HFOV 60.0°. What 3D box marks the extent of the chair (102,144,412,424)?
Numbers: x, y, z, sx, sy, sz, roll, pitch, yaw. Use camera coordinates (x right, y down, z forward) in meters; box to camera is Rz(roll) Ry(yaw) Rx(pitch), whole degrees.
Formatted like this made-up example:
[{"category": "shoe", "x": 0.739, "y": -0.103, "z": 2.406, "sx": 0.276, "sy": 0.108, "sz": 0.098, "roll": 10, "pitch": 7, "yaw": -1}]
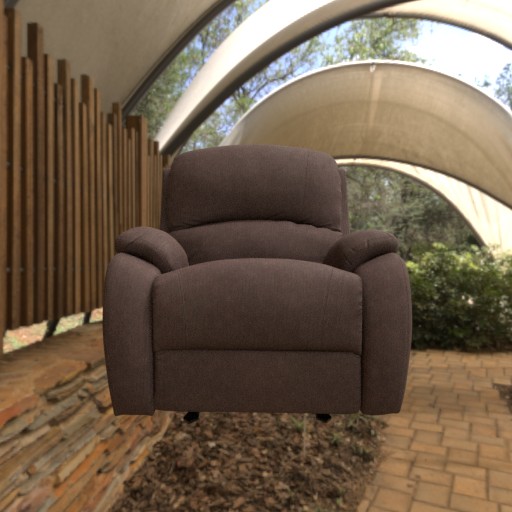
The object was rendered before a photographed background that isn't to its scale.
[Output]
[{"category": "chair", "x": 0.000, "y": 0.000, "z": 1.708, "sx": 0.930, "sy": 1.011, "sz": 0.899, "roll": 0, "pitch": 0, "yaw": -1}]
